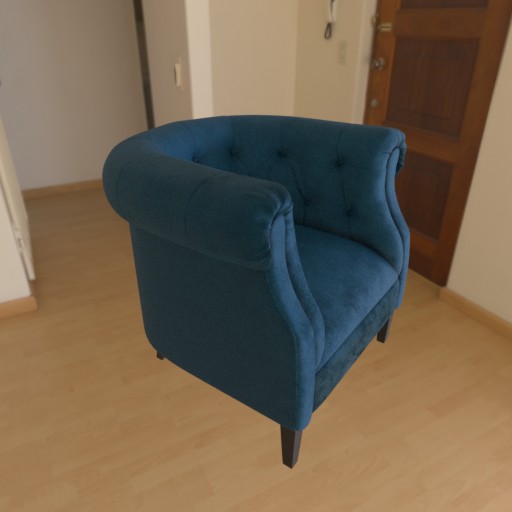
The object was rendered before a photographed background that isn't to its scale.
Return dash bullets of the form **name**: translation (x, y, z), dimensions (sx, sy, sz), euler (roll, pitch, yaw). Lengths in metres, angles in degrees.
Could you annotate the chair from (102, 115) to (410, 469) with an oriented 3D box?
- **chair**: translation (0.000, 0.000, 1.530), dimensions (0.851, 0.826, 0.904), euler (19, 33, 31)
